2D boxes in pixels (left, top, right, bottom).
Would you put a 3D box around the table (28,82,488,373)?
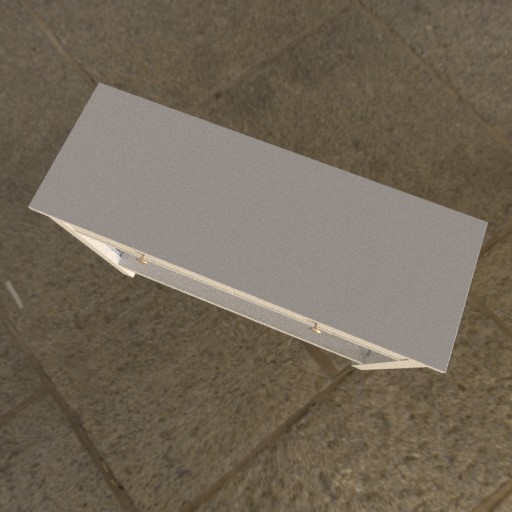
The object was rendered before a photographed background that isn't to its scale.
[{"bbox_3d":[0.000,0.000,1.455,1.068,0.753,0.397,21,76,6],"label":"table"}]
